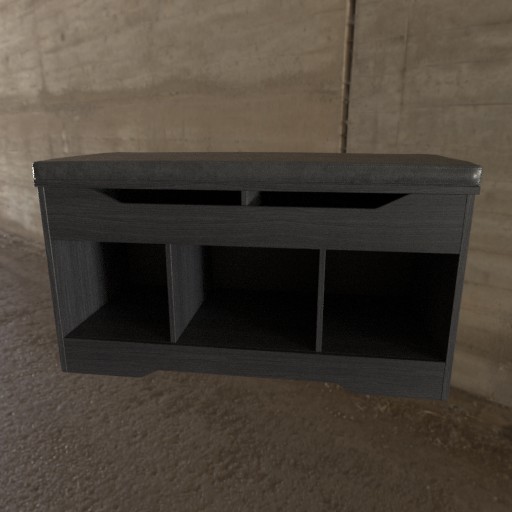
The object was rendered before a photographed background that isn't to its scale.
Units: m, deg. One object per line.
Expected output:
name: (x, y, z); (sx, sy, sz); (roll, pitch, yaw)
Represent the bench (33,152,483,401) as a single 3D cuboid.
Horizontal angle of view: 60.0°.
bench: (0.000, 0.000, 1.129); (0.905, 0.501, 0.401); (2, 16, 7)
